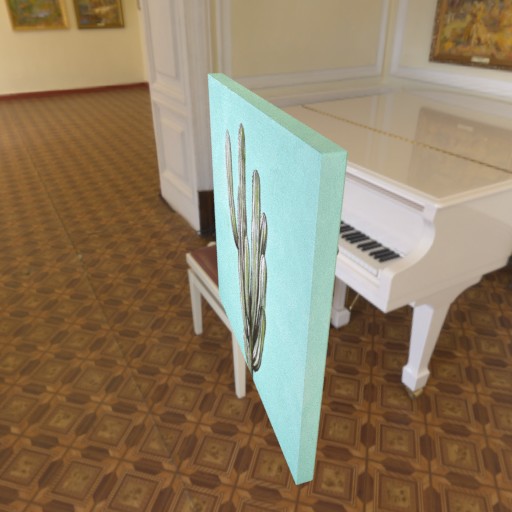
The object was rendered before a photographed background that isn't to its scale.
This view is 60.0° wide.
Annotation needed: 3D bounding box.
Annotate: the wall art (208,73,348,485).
[{"bbox_3d":[0.000,0.000,1.578,0.070,1.073,1.071,-9,32,-15],"label":"wall art"}]
